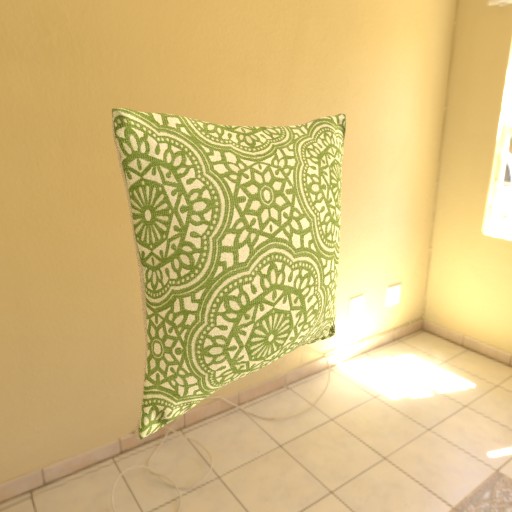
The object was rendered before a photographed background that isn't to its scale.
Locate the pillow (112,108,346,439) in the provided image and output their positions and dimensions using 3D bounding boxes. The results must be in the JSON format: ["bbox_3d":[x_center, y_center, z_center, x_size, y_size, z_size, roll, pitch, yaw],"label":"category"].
[{"bbox_3d":[0.000,0.000,0.674,0.162,0.419,0.440,16,23,43],"label":"pillow"}]
